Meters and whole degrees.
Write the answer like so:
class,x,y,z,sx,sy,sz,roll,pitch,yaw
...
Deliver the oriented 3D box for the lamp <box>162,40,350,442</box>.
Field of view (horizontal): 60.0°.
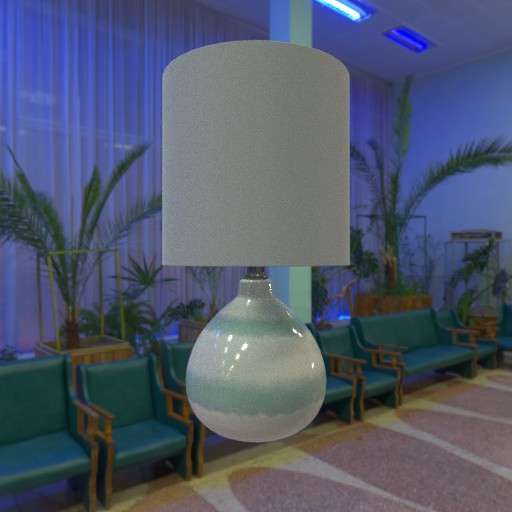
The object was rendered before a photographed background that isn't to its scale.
class,x,y,z,sx,sy,sz,roll,pitch,yaw
lamp,0.000,0.000,0.522,0.217,0.404,0.217,0,0,-36
